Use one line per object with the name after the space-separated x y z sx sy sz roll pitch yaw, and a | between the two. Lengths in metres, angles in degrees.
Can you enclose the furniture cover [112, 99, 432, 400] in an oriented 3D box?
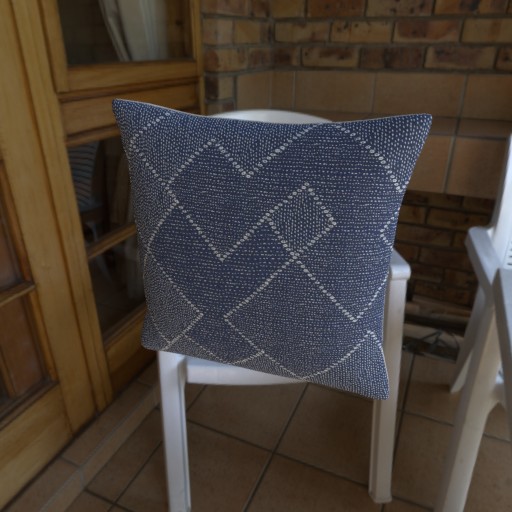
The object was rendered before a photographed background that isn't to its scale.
0.000 0.000 0.775 0.511 0.503 0.162 8 27 16 | furniture cover
